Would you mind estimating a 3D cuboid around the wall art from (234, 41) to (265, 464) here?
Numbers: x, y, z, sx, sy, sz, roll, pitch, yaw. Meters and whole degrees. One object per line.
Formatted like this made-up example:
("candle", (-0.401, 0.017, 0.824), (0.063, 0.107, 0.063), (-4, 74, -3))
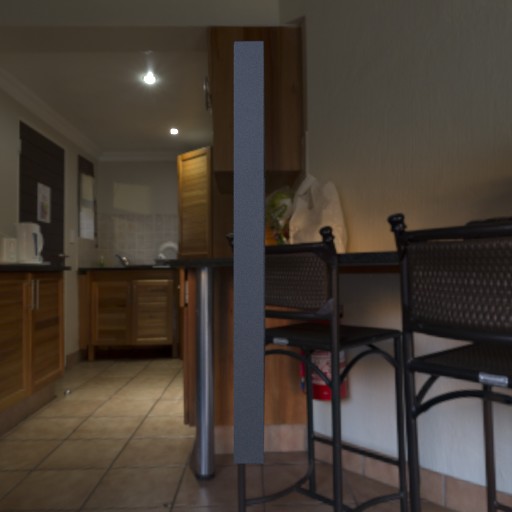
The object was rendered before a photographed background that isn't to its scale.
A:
("wall art", (0.000, 0.000, 0.537), (0.021, 0.301, 0.443), (0, -1, 1))
